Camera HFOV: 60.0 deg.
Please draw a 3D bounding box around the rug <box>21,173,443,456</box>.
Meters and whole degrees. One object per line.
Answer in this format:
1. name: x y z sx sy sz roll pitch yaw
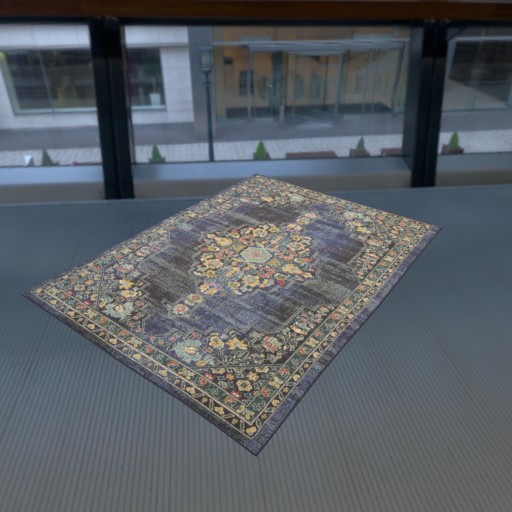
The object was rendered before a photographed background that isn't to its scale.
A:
1. rug: 0.000 0.000 4.604 2.716 0.035 3.612 22 39 30
